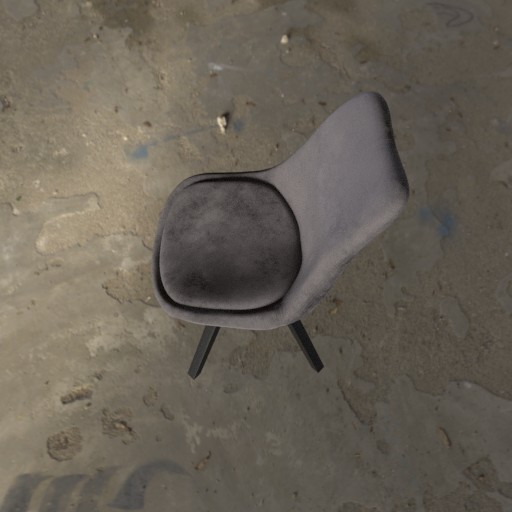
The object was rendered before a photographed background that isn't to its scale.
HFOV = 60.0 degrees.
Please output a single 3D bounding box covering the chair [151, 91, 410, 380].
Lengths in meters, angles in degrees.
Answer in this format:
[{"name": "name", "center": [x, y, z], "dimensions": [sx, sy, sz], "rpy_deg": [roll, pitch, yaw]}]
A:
[{"name": "chair", "center": [0.000, 0.000, 1.202], "dimensions": [0.550, 0.850, 0.476], "rpy_deg": [-1, 59, -1]}]
